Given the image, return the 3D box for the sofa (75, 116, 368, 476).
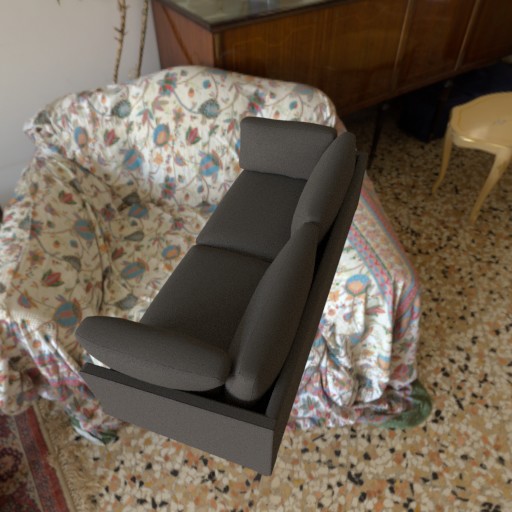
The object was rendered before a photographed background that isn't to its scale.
[{"bbox_3d":[0.000,0.000,2.798,0.969,0.792,2.312,14,47,14],"label":"sofa"}]
